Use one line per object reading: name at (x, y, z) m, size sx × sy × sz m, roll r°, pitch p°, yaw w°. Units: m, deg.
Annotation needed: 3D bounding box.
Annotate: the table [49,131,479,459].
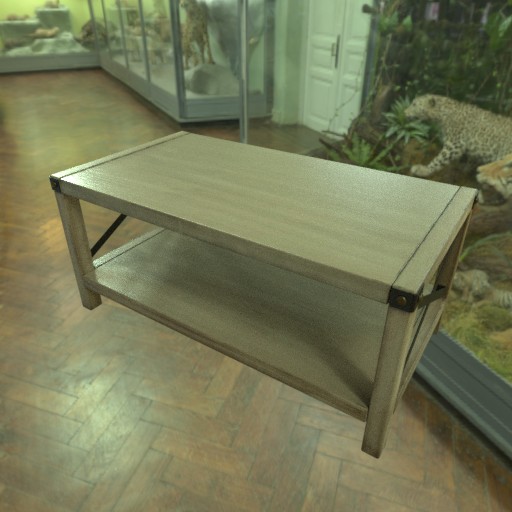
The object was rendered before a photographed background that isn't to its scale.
table at (0.000, 0.000, 1.286) m, size 1.016 × 0.456 × 0.559 m, roll 19°, pitch 36°, yaw 28°
